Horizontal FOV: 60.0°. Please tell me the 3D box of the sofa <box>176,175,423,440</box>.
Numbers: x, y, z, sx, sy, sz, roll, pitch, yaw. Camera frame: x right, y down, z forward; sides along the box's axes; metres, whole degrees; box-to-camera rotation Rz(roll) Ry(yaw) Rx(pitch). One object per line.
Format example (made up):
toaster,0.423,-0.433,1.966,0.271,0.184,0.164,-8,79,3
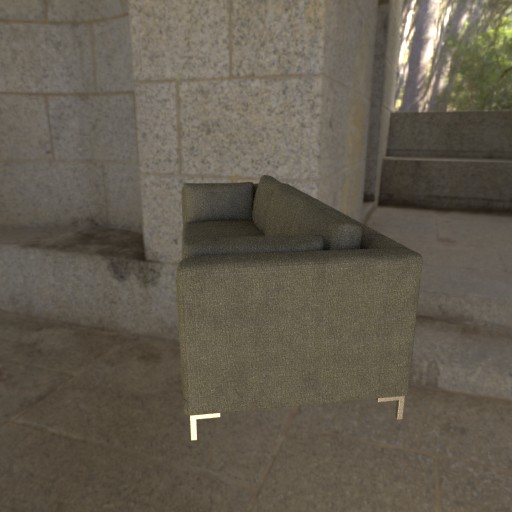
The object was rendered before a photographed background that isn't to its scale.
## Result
sofa,0.000,0.000,2.902,0.969,0.867,2.415,-2,16,-8
